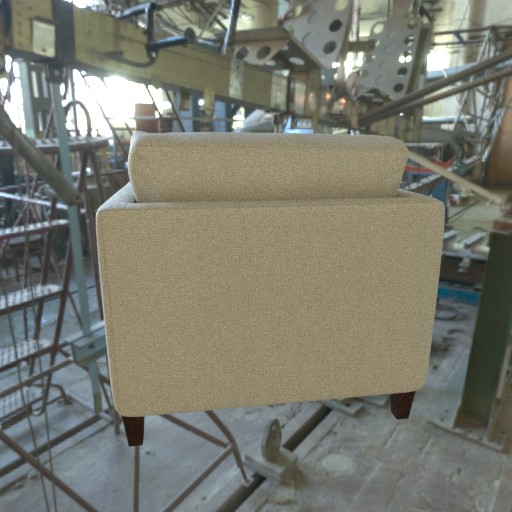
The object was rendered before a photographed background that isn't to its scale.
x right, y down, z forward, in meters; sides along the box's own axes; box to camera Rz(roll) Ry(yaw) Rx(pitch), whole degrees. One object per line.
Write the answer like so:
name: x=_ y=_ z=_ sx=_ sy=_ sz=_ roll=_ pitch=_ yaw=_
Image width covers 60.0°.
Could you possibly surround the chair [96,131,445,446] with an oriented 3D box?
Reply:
chair: x=0.000 y=0.000 z=1.700 sx=0.996 sy=0.919 sz=0.959 roll=-2 pitch=16 yaw=-8
